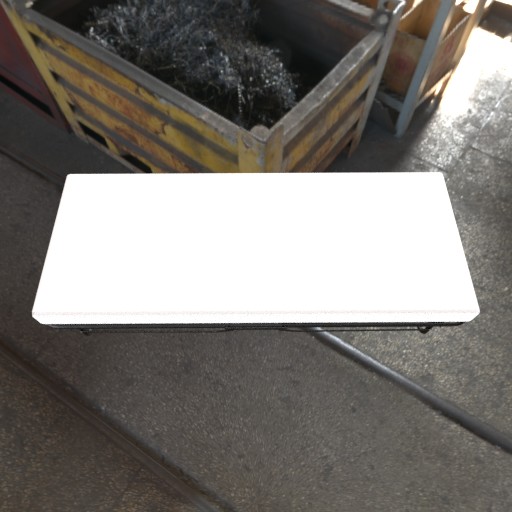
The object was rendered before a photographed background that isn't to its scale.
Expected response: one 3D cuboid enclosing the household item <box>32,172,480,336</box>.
[{"bbox_3d":[0.000,0.000,2.154,1.905,0.356,0.787,0,61,0],"label":"household item"}]
